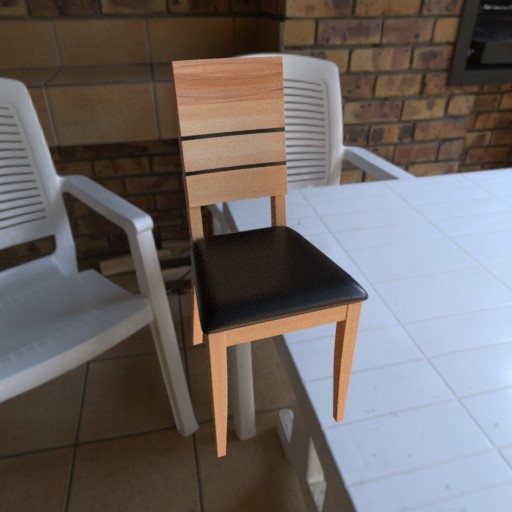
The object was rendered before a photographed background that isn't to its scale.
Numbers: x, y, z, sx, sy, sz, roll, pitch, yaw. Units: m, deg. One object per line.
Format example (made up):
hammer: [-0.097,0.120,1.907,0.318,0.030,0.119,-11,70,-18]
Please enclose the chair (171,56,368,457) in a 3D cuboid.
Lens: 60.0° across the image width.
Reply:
chair: [0.000,0.000,1.216,0.410,0.940,0.520,-10,33,-15]
